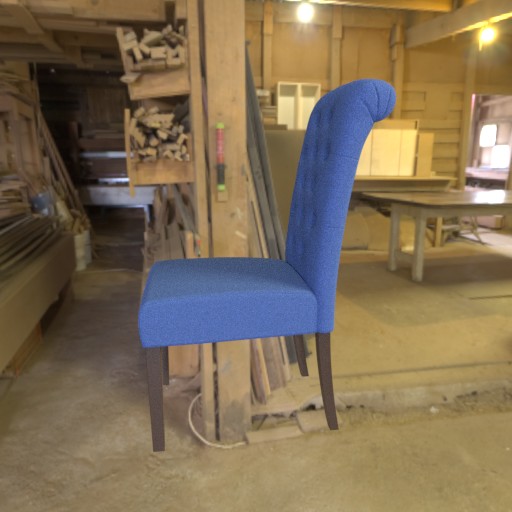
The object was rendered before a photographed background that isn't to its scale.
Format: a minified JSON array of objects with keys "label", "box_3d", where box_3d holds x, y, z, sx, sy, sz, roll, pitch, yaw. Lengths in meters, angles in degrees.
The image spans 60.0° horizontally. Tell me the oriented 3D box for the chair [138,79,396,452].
[{"label":"chair","box_3d":[0.000,0.000,1.362,0.671,1.006,0.456,-2,13,-9]}]
